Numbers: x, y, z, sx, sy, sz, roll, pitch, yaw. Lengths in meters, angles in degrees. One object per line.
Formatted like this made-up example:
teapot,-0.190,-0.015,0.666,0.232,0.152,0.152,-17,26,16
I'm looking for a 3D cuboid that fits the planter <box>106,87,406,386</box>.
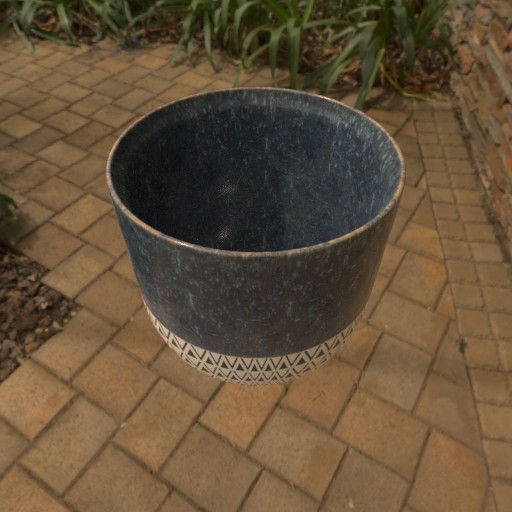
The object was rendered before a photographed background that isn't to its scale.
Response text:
planter,0.000,0.000,0.497,0.266,0.270,0.266,0,45,0
